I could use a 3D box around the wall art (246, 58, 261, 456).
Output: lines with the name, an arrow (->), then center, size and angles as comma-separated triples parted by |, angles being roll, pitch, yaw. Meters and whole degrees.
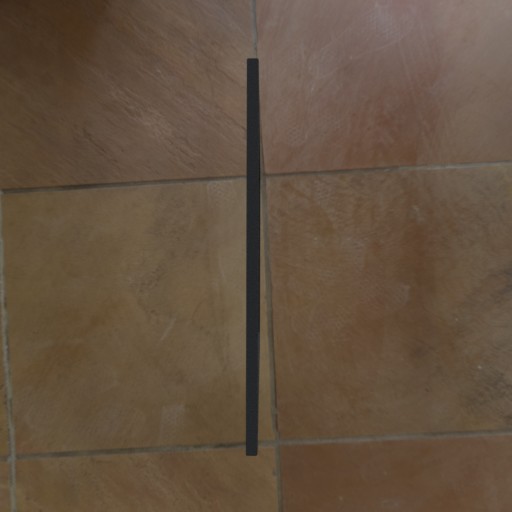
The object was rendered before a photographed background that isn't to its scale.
wall art -> 0.000, 0.000, 0.680 | 0.012, 0.529, 0.374 | 0, 90, 1
